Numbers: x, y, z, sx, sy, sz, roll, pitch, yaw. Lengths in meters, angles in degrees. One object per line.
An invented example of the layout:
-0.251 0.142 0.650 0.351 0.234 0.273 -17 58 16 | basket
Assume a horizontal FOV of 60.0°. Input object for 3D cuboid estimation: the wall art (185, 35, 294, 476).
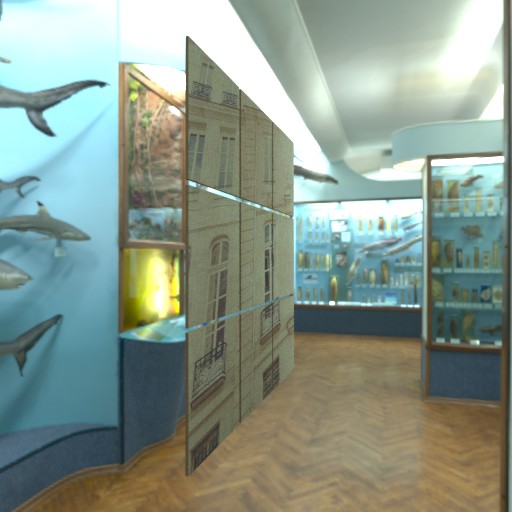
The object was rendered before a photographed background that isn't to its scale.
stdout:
0.000 0.000 2.255 0.023 1.522 1.526 0 0 19 | wall art
